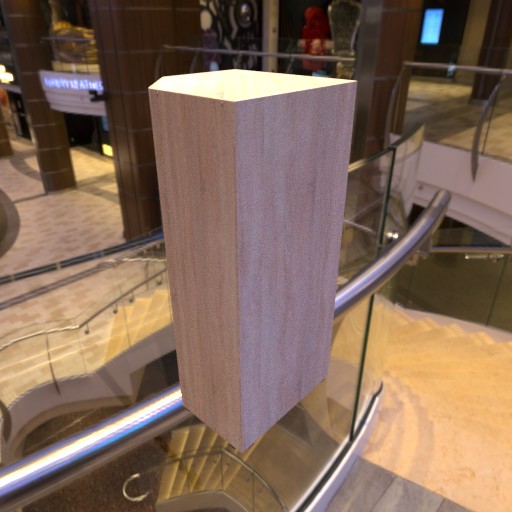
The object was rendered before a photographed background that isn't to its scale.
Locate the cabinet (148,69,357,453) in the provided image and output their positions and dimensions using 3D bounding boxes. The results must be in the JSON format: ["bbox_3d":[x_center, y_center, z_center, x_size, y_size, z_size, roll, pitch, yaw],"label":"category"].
[{"bbox_3d":[0.000,0.000,2.872,1.094,2.120,1.327,-1,28,-2],"label":"cabinet"}]
